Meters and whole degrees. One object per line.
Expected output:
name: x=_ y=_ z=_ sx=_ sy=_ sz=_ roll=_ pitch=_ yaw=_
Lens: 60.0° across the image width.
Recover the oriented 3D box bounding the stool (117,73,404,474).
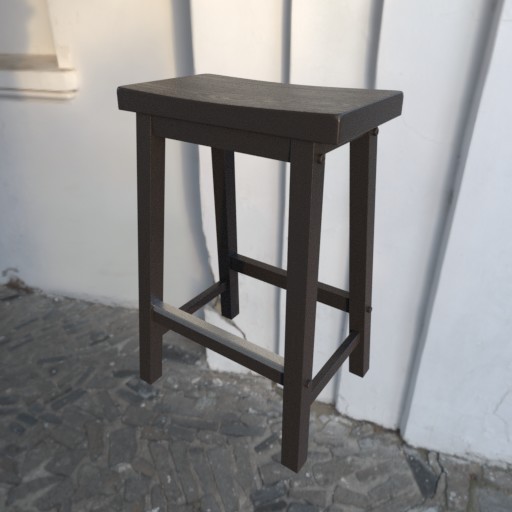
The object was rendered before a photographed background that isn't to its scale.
stool: x=0.000 y=0.000 z=0.854 sx=0.406 sy=0.610 sz=0.322 roll=19 pitch=34 yaw=30
